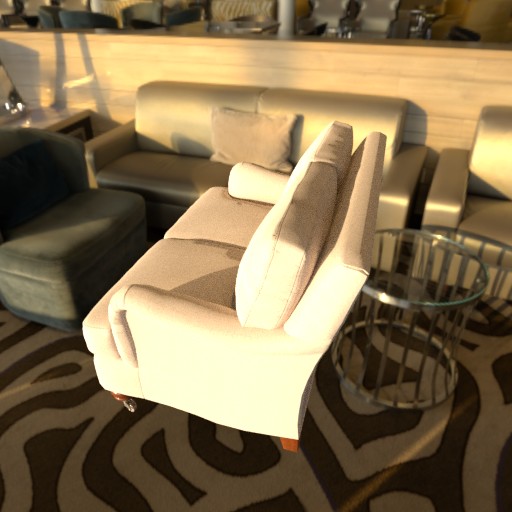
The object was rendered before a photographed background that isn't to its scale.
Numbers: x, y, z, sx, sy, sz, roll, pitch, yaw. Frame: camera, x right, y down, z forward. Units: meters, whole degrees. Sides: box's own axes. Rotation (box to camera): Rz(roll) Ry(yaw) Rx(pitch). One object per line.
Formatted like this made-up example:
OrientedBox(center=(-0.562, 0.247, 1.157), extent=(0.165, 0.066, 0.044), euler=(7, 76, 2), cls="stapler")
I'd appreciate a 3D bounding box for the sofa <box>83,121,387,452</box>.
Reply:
OrientedBox(center=(0.000, 0.000, 2.214), extent=(1.087, 1.048, 1.508), euler=(9, 33, 14), cls="sofa")
